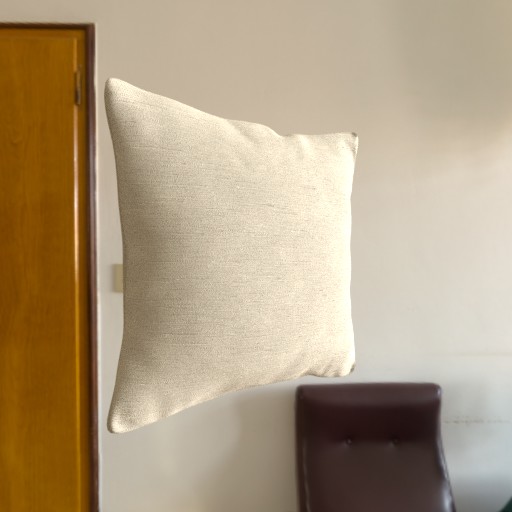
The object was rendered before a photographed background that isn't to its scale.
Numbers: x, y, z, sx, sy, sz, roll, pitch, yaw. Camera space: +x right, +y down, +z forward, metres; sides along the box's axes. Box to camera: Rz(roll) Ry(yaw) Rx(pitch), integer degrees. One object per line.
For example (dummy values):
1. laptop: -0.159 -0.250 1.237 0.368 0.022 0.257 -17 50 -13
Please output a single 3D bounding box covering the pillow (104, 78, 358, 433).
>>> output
1. pillow: 0.000 0.000 0.645 0.437 0.420 0.162 -1 1 -37
